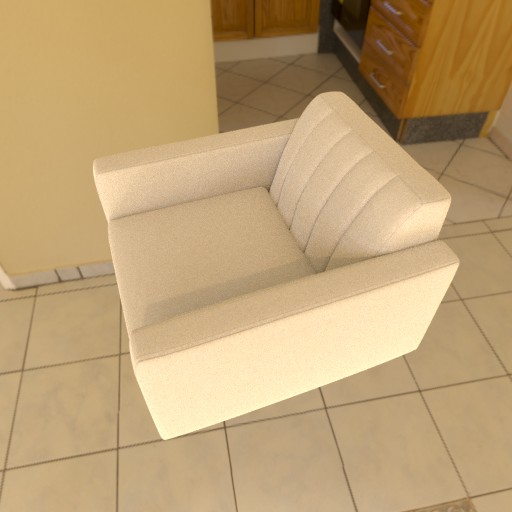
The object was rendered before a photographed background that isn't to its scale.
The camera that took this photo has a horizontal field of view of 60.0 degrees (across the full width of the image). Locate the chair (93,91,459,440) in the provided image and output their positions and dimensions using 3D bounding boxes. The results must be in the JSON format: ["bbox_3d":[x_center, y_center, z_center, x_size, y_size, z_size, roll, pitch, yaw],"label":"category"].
[{"bbox_3d":[0.000,0.000,1.637,0.998,0.819,0.953,-15,49,-14],"label":"chair"}]
